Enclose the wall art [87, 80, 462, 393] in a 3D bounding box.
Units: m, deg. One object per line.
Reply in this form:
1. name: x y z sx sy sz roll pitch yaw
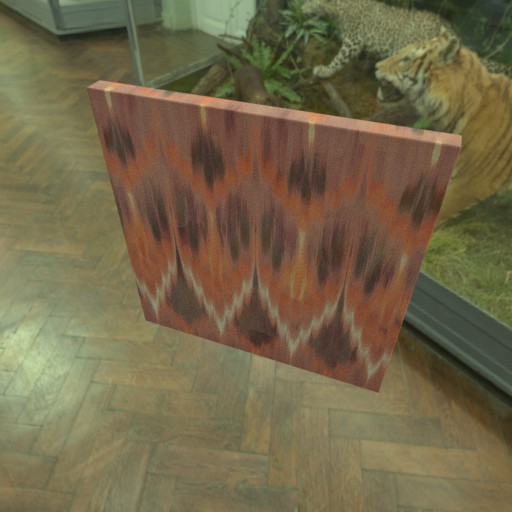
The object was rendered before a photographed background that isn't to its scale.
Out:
1. wall art: 0.000 0.000 0.889 0.603 0.609 0.037 14 43 15
